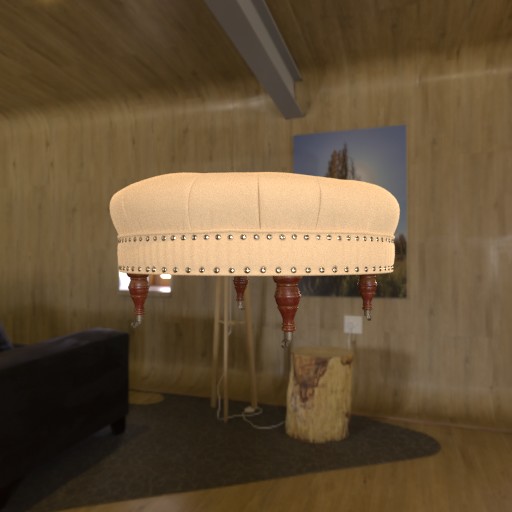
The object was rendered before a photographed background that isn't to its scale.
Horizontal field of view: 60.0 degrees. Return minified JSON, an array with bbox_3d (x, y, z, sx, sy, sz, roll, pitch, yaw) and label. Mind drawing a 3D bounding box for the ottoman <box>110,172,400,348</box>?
[{"bbox_3d":[0.000,0.000,1.429,0.901,0.439,0.901,0,0,0],"label":"ottoman"}]
